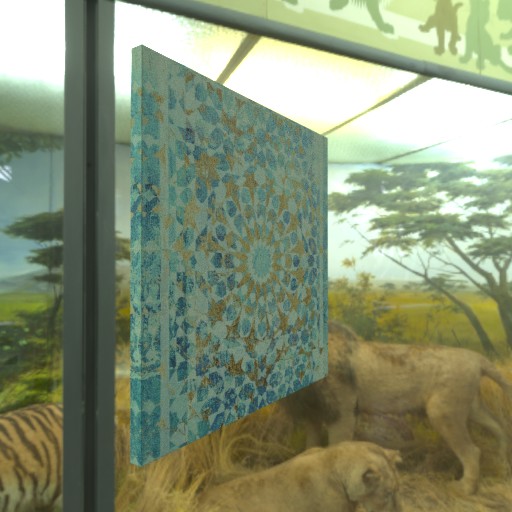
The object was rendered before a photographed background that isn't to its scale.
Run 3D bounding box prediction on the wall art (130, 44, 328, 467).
[{"bbox_3d":[0.000,0.000,1.343,0.040,0.916,0.916,0,0,35],"label":"wall art"}]
